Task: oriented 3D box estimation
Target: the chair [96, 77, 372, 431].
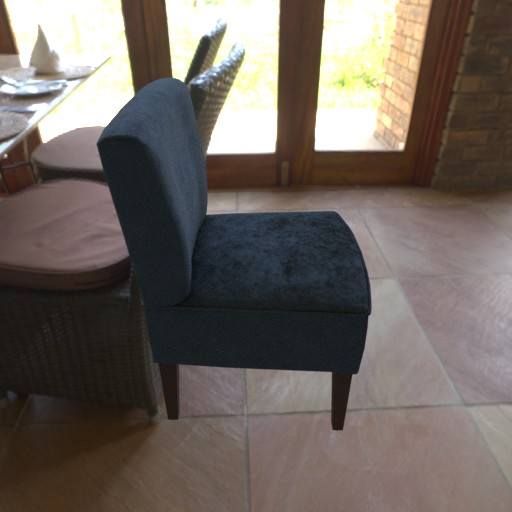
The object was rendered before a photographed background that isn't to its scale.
[{"bbox_3d":[0.000,0.000,1.159,0.551,0.806,0.521,0,32,0],"label":"chair"}]
